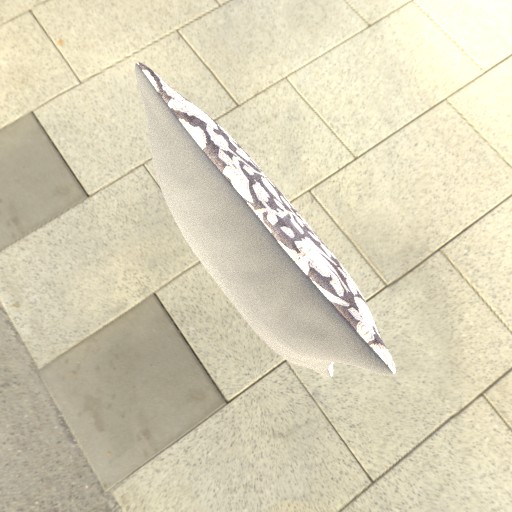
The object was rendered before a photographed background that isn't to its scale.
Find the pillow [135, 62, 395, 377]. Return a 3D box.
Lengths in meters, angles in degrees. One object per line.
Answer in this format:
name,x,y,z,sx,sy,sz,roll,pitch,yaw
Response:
pillow,0.000,0.000,0.794,0.166,0.507,0.526,-37,77,-10
